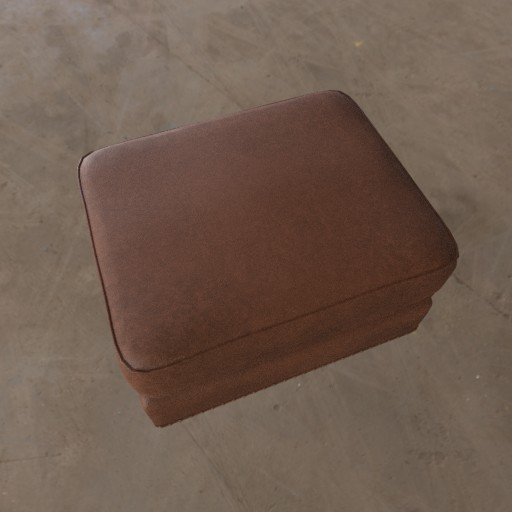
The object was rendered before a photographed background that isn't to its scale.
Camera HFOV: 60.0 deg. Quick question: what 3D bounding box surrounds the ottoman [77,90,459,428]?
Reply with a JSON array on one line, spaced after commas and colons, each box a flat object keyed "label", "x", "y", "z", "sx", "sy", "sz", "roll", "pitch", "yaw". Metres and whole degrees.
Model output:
[{"label": "ottoman", "x": 0.000, "y": 0.000, "z": 1.136, "sx": 0.738, "sy": 0.537, "sz": 0.589, "roll": -18, "pitch": 60, "yaw": -11}]
